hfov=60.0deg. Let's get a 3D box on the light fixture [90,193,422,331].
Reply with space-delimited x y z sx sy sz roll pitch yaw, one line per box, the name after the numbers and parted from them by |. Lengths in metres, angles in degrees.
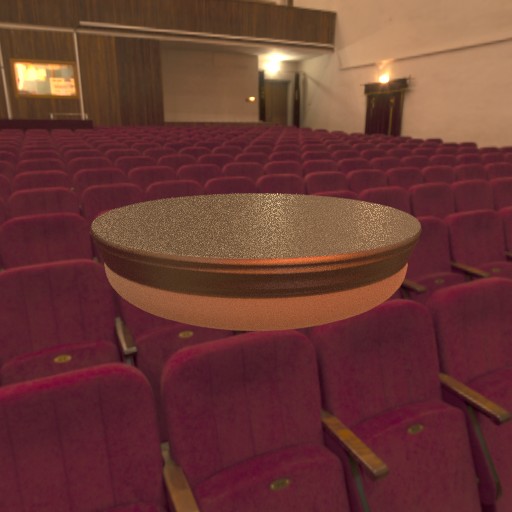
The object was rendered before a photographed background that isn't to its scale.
0.000 0.000 0.535 0.368 0.100 0.368 0 16 0 | light fixture
